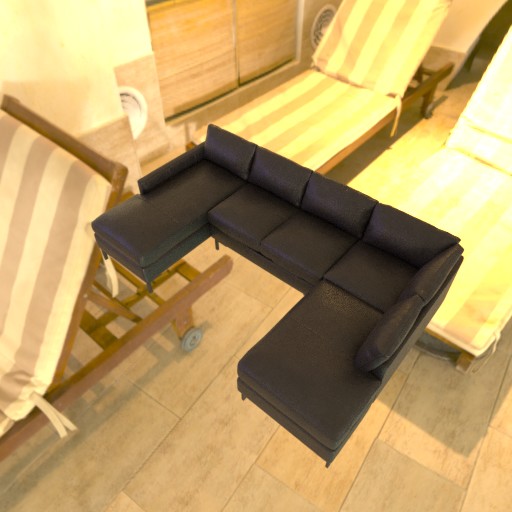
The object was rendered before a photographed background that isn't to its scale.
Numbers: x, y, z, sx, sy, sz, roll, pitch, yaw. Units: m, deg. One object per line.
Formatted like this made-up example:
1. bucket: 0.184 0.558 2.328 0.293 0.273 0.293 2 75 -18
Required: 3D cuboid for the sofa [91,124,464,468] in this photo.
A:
1. sofa: 0.000 0.000 3.944 2.956 0.900 1.939 31 53 27
